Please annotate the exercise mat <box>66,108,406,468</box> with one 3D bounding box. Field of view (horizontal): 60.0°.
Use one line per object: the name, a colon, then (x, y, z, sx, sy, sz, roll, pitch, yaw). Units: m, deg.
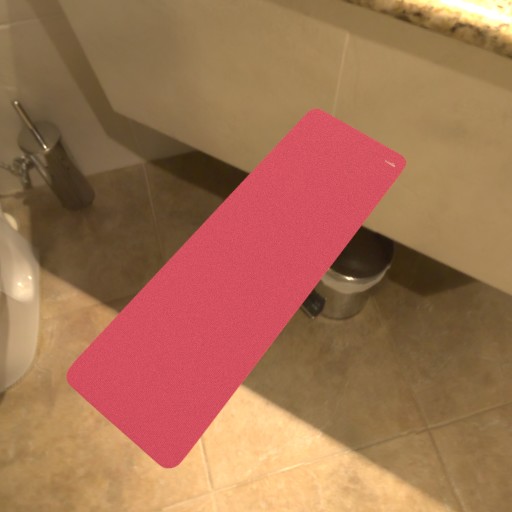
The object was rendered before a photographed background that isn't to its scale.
exercise mat: (0.000, 0.000, 2.096, 0.616, 0.021, 1.884, 35, 69, 15)
